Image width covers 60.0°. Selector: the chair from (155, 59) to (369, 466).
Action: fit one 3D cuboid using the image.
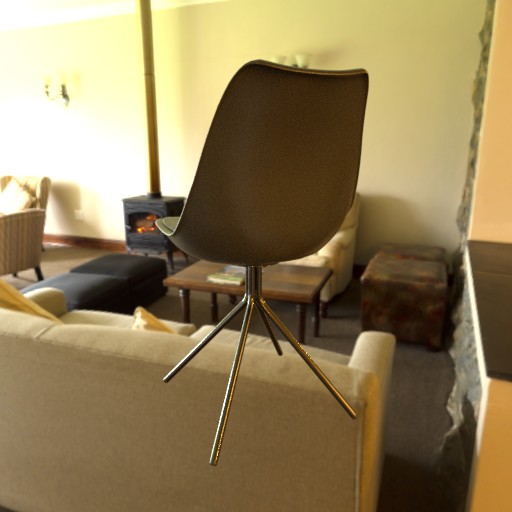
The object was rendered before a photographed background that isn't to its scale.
[{"bbox_3d":[0.000,0.000,1.141,0.461,0.850,0.525,-7,16,-25],"label":"chair"}]
